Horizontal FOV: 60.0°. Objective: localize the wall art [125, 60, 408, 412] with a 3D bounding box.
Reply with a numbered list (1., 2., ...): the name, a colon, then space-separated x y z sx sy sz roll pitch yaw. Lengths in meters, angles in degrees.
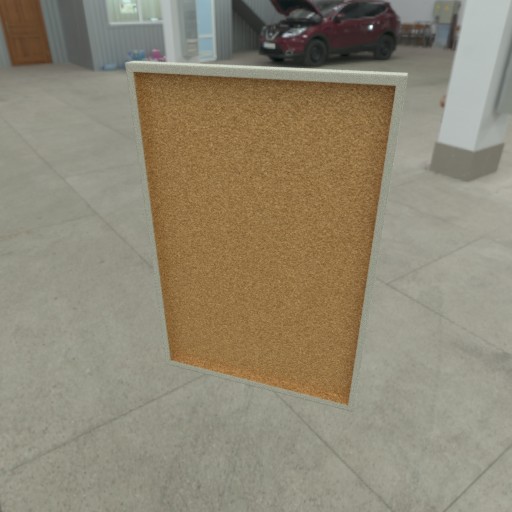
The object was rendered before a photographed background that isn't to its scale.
1. wall art: 0.000 0.000 1.159 0.610 0.914 0.038 10 32 16
